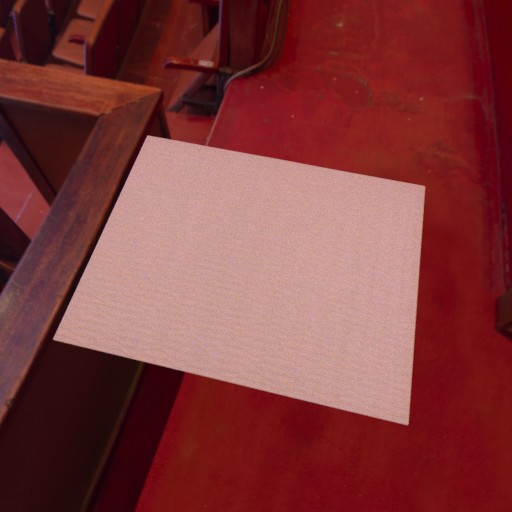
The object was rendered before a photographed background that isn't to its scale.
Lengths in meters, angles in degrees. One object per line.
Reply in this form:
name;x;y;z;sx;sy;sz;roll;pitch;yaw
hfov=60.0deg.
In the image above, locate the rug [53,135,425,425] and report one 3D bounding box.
rug;0.000;0.000;4.230;3.055;0.021;2.410;12;63;6
